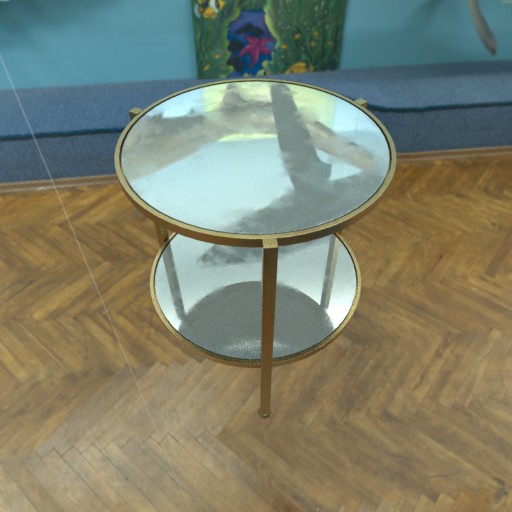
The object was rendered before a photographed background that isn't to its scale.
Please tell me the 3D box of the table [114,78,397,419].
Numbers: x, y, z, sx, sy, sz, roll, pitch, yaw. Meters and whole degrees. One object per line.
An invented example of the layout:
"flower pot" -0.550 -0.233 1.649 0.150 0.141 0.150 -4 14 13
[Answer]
"table" 0.000 0.000 0.466 0.231 0.269 0.243 -3 47 -3
